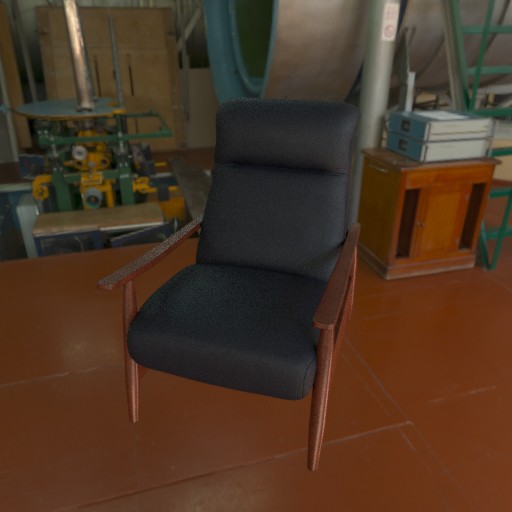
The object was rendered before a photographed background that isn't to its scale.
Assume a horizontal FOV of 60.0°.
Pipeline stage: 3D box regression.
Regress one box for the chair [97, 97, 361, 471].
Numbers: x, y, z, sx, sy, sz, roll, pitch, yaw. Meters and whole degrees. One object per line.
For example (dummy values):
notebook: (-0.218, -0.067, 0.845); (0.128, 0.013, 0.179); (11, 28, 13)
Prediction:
chair: (0.000, 0.000, 1.777); (0.762, 1.082, 1.014); (8, 28, 16)
